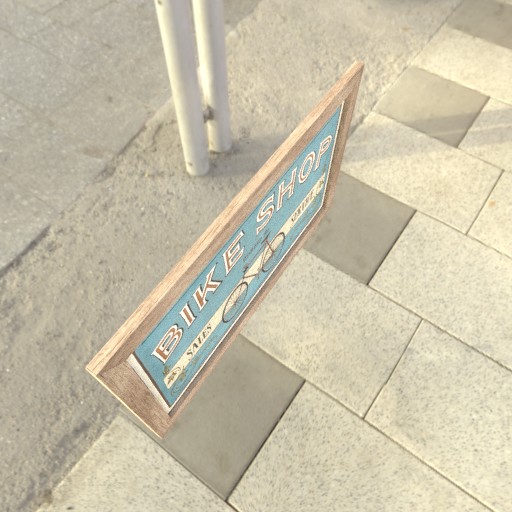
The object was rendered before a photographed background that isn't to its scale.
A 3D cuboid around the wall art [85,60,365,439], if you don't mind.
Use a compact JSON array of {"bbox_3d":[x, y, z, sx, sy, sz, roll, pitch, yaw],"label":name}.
[{"bbox_3d":[0.000,0.000,0.952,0.021,0.480,0.780,30,63,17],"label":"wall art"}]
